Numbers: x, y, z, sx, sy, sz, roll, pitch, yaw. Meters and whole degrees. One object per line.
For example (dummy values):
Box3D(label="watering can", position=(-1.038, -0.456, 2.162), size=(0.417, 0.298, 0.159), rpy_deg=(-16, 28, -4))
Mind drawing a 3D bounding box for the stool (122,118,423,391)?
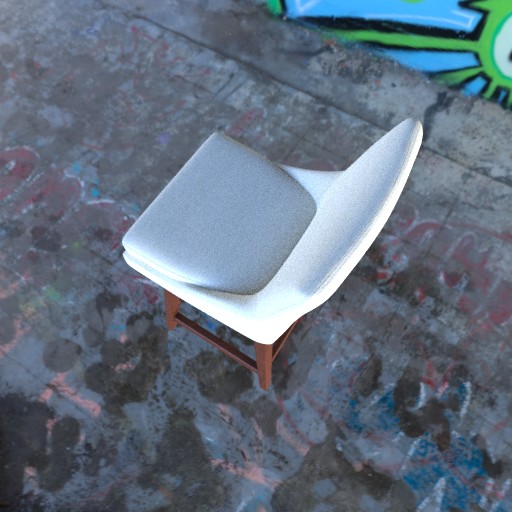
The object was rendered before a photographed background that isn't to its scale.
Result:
Box3D(label="stool", position=(0.000, 0.000, 1.276), size=(0.559, 0.991, 0.469), rpy_deg=(30, 68, 13))
